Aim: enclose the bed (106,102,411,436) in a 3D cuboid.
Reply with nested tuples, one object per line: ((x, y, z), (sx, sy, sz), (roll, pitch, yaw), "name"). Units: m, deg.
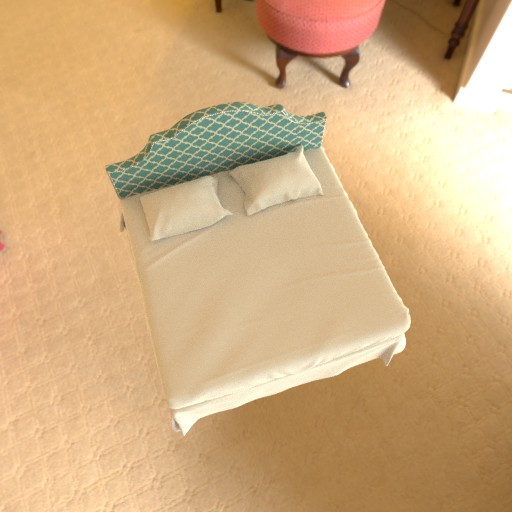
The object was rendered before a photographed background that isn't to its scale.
((0.000, 0.000, 3.772), (2.314, 1.601, 2.222), (-16, 64, -8), "bed")
